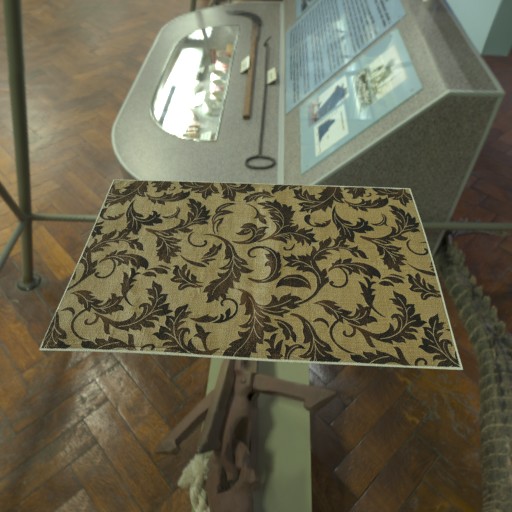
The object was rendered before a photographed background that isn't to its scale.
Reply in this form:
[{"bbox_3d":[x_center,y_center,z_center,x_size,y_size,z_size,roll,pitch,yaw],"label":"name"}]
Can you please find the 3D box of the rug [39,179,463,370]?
[{"bbox_3d":[0.000,0.000,2.880,2.284,0.008,1.522,2,47,2],"label":"rug"}]
